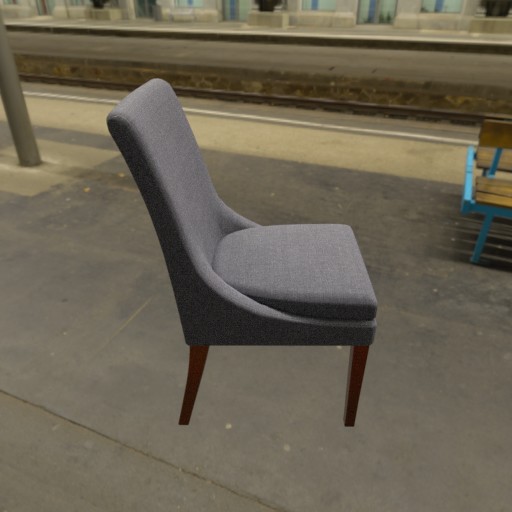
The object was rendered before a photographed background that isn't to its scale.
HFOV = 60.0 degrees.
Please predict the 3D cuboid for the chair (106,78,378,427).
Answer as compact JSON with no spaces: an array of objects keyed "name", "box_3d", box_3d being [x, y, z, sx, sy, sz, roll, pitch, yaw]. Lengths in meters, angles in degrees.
[{"name":"chair","box_3d":[0.000,0.000,1.351,0.655,0.952,0.508,1,31,1]}]
